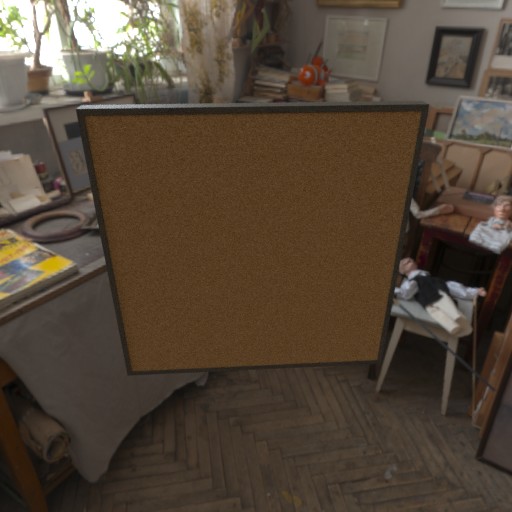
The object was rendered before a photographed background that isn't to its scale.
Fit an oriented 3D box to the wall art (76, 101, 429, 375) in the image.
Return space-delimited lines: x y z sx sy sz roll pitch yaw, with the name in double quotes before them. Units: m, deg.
"wall art" 0.000 0.000 1.153 0.758 0.758 0.039 -2 30 -3
